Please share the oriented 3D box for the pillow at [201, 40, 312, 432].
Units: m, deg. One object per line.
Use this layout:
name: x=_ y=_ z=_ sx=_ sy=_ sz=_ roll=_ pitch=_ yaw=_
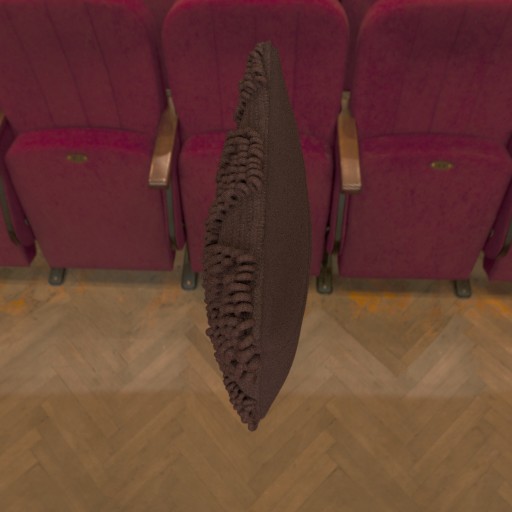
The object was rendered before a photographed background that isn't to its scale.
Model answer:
pillow: x=0.000 y=0.000 z=0.718 sx=0.172 sy=0.467 sz=0.470 roll=2 pitch=59 yaw=1
